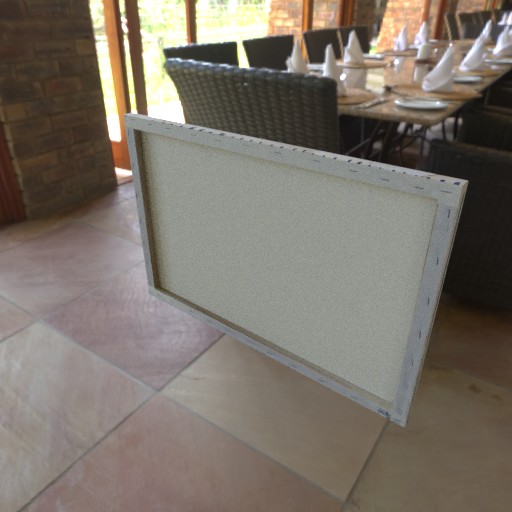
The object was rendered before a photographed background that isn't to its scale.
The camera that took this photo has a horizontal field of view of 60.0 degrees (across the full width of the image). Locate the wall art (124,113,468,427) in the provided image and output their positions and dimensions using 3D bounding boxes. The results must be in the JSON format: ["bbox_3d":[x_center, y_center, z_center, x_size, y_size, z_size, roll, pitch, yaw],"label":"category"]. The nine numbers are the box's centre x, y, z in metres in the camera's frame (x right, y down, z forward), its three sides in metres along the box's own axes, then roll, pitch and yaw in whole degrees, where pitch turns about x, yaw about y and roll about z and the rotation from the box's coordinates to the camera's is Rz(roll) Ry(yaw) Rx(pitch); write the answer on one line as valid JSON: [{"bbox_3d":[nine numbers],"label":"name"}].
[{"bbox_3d":[0.000,0.000,1.443,1.143,0.757,0.038,21,36,32],"label":"wall art"}]
